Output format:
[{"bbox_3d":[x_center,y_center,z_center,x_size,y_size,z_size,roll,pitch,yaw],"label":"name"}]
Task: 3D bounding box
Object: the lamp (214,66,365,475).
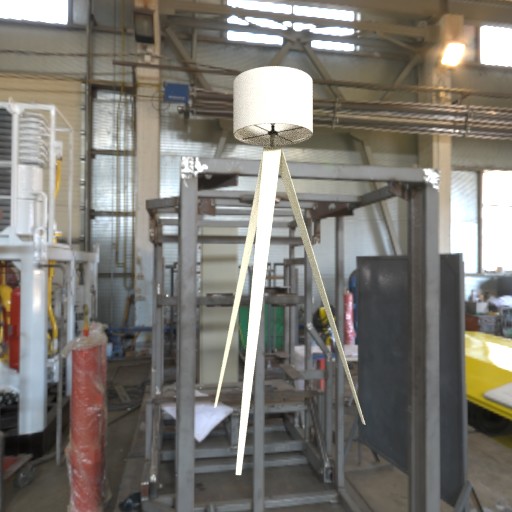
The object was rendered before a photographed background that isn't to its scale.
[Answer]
[{"bbox_3d":[0.000,0.000,1.936,0.716,1.524,0.724,-1,-1,35],"label":"lamp"}]
